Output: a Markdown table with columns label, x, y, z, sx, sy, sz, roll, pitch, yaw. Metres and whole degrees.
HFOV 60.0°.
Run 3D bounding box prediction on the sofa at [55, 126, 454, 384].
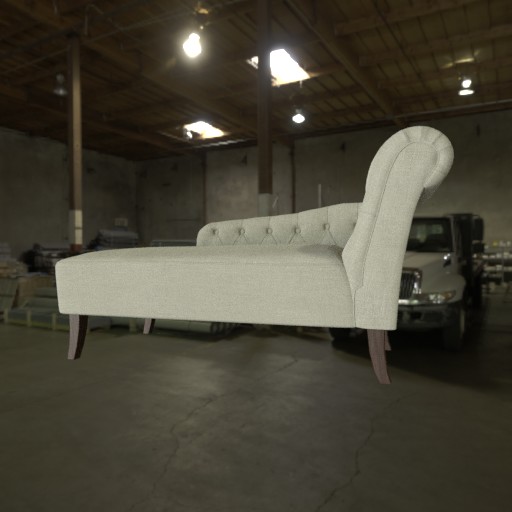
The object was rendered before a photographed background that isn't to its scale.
| label | x | y | z | sx | sy | sz | roll | pitch | yaw |
| --- | --- | --- | --- | --- | --- | --- | --- | --- | --- |
| sofa | 0.000 | 0.000 | 1.771 | 1.379 | 0.787 | 0.675 | 0 | 1 | 17 |
